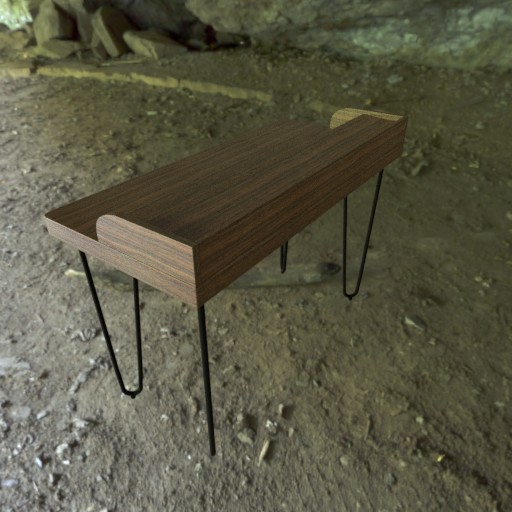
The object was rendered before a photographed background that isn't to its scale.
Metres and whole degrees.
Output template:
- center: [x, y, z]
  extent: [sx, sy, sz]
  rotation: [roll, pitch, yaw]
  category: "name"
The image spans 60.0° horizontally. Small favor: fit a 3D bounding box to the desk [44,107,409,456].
- center: [0.000, 0.000, 1.639]
  extent: [0.565, 0.854, 1.200]
  rotation: [21, 38, 30]
  category: "desk"
